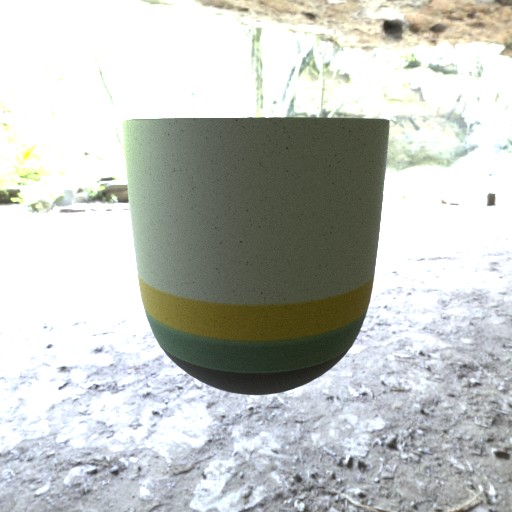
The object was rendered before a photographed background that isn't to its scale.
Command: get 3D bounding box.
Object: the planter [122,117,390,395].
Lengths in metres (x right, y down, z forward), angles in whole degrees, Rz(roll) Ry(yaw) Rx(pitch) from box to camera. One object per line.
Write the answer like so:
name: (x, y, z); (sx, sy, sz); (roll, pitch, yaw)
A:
planter: (0.000, 0.000, 0.365); (0.195, 0.214, 0.195); (0, 16, 0)
